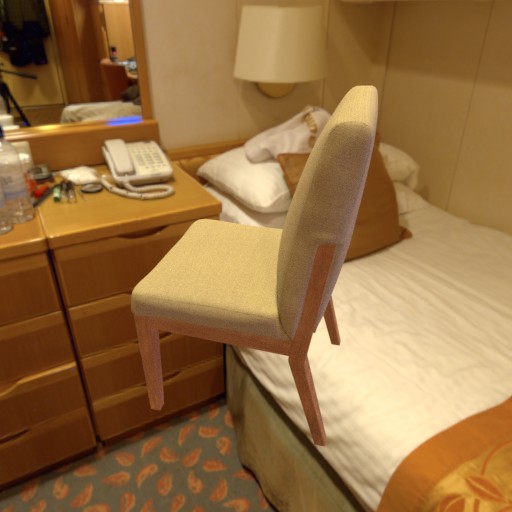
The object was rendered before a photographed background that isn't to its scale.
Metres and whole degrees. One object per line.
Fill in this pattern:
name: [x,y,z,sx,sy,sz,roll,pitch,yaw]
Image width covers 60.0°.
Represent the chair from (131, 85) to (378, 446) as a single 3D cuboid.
chair: [0.000,0.000,1.298,0.586,0.911,0.507,7,30,13]
